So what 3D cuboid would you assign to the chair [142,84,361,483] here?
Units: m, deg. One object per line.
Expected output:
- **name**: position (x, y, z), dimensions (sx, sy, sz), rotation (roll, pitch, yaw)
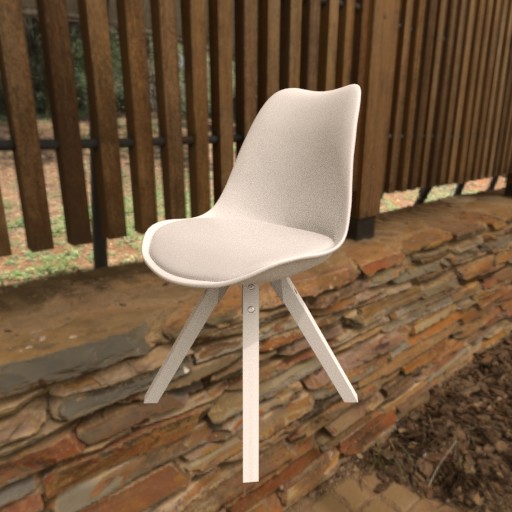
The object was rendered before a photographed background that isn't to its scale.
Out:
- **chair**: position (0.000, 0.000, 1.153), dimensions (0.485, 0.850, 0.550), rotation (16, 23, 42)
